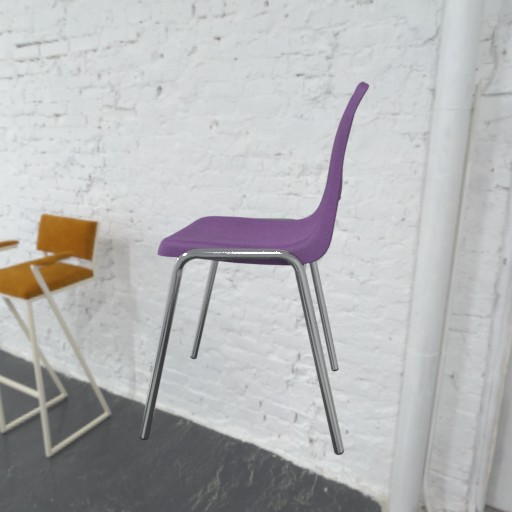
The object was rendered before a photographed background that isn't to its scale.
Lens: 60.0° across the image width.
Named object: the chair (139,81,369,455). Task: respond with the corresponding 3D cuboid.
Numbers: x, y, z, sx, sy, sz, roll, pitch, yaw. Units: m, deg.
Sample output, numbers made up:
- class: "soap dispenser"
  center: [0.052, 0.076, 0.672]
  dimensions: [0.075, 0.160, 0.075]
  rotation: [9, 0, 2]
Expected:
- class: "chair"
  center: [0.000, 0.000, 0.976]
  dimensions: [0.432, 0.704, 0.381]
  rotation: [2, 14, 8]
